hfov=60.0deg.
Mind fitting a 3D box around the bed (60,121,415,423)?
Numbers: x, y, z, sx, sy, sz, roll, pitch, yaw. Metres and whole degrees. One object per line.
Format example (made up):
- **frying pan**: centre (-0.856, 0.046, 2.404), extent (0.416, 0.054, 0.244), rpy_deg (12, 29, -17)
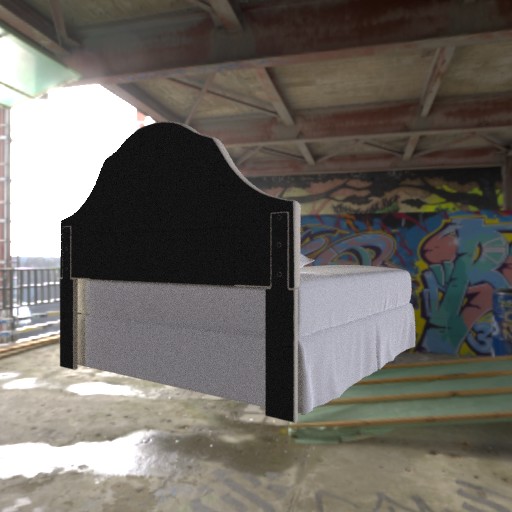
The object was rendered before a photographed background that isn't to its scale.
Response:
- **bed**: centre (0.000, 0.000, 3.592), extent (2.008, 1.615, 2.214), rpy_deg (0, 0, 34)
